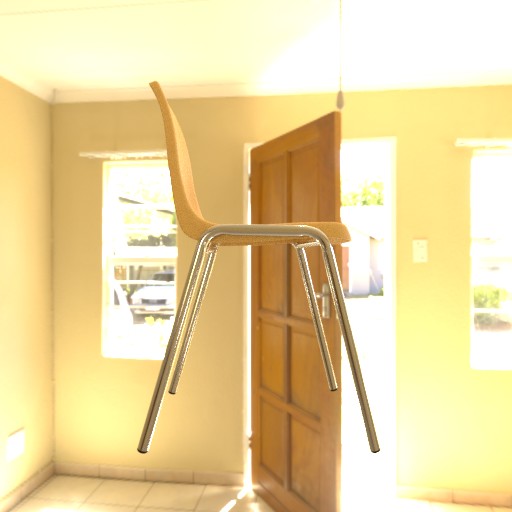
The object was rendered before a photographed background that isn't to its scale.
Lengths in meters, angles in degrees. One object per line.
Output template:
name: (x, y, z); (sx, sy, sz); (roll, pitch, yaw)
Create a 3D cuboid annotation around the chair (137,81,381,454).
chair: (0.000, 0.000, 0.967); (0.436, 0.704, 0.381); (0, 0, -2)
